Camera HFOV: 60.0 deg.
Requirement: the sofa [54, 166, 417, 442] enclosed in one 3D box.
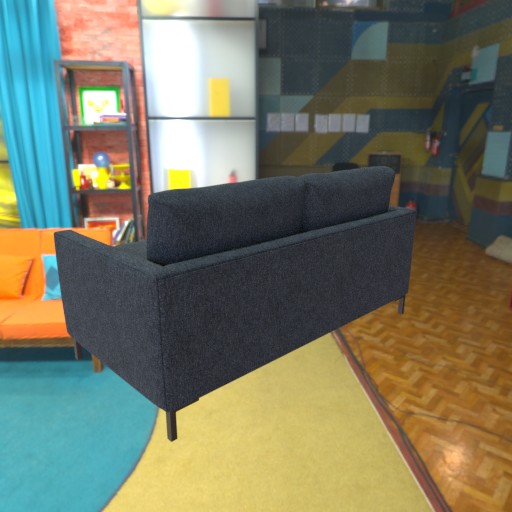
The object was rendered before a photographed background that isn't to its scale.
[{"bbox_3d":[0.000,0.000,2.269,1.716,0.862,0.866,-15,22,-42],"label":"sofa"}]
